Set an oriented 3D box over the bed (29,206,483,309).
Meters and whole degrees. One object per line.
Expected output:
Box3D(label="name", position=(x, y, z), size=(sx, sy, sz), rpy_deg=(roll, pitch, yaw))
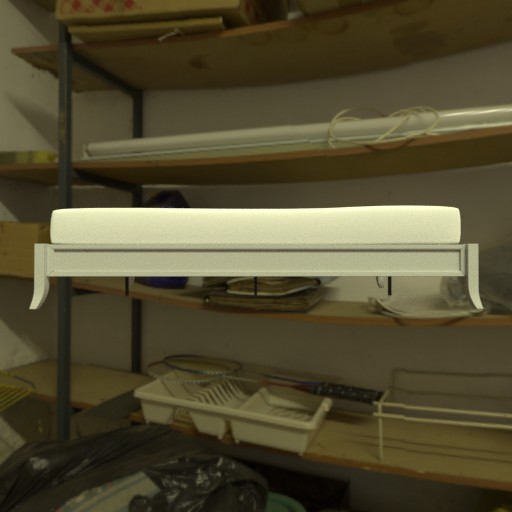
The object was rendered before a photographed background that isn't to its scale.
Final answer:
Box3D(label="bed", position=(0.000, 0.000, 2.859), size=(2.108, 0.510, 1.604), rpy_deg=(0, -1, 0))
